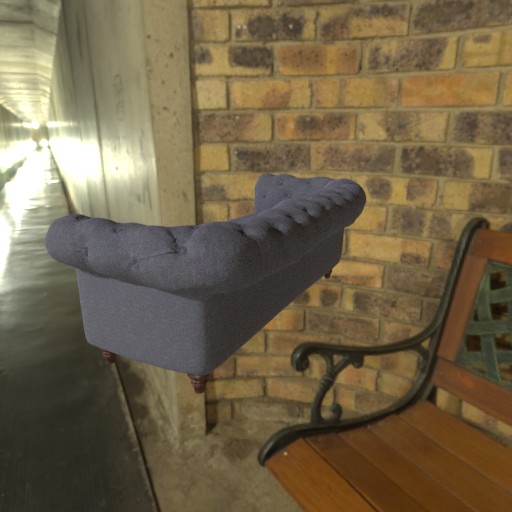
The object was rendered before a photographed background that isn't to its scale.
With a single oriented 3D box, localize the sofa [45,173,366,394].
[{"bbox_3d":[0.000,0.000,2.882,1.046,0.836,2.335,9,19,27],"label":"sofa"}]
